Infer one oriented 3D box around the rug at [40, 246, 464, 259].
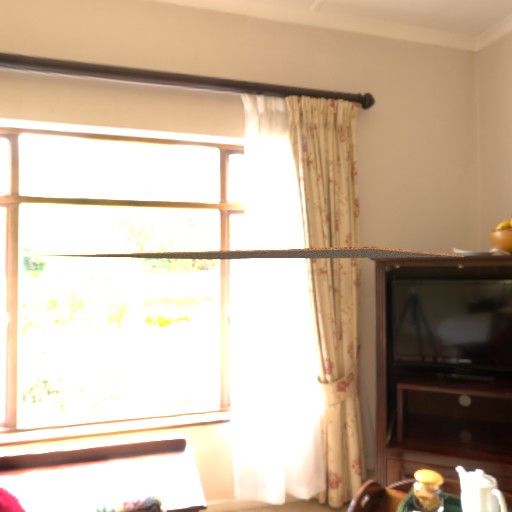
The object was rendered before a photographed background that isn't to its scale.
[{"bbox_3d":[0.000,0.000,4.195,3.200,0.012,2.438,-1,-2,35],"label":"rug"}]
